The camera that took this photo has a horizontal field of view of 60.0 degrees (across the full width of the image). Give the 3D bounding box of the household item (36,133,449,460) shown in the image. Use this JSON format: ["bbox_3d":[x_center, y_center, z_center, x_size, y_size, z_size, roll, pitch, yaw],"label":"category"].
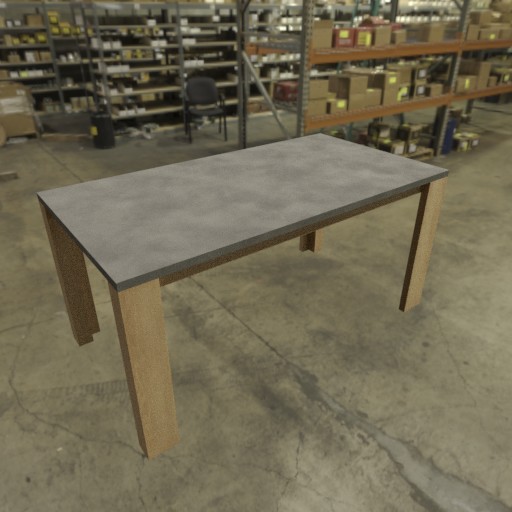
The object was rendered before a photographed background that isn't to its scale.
[{"bbox_3d":[0.000,0.000,2.114,1.600,0.755,0.850,-20,35,-32],"label":"household item"}]
